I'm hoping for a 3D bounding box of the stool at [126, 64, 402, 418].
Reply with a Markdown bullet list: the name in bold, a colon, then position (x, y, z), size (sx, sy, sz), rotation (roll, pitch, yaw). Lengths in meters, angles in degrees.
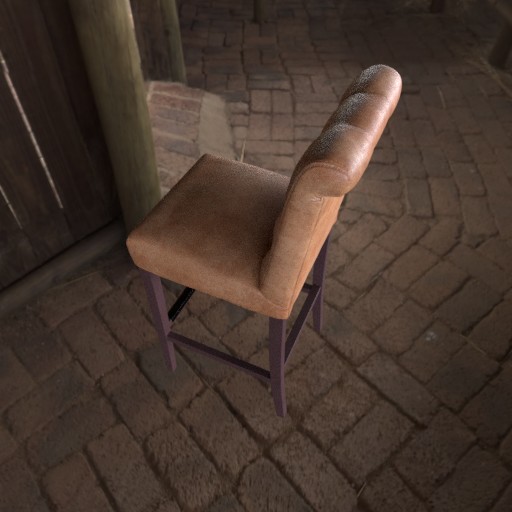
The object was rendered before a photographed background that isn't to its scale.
- **stool**: position (0.000, 0.000, 1.415), size (0.601, 1.140, 0.493), rotation (18, 49, 17)
